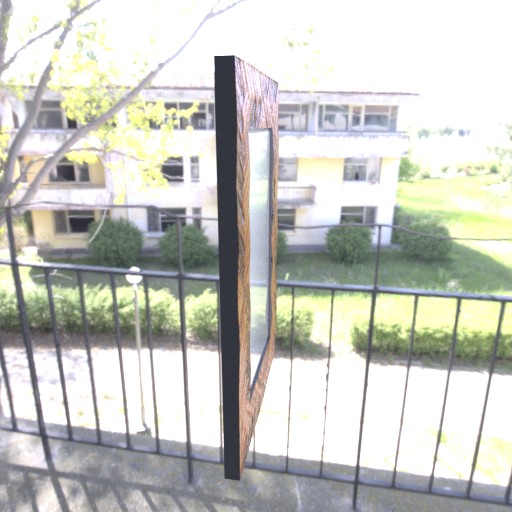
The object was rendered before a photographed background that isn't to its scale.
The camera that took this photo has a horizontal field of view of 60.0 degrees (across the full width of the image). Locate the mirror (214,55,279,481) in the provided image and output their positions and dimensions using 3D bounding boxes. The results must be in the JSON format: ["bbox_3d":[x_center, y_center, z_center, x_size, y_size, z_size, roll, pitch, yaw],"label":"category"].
[{"bbox_3d":[0.000,0.000,1.188,0.044,0.912,0.606,3,17,10],"label":"mirror"}]
